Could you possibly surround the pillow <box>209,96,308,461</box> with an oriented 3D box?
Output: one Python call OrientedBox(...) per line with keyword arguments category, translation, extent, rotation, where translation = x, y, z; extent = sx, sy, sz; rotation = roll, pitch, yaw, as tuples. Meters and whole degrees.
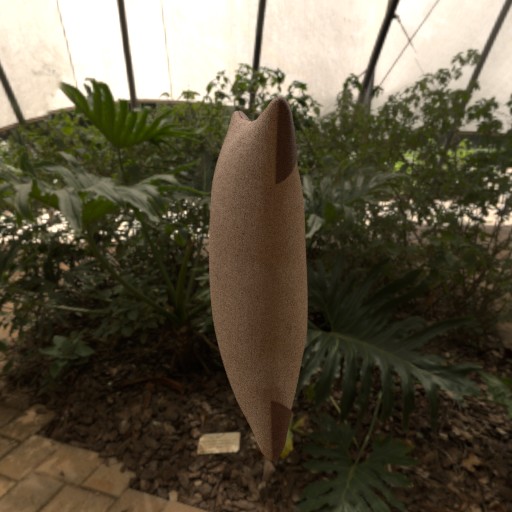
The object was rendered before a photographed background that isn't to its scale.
OrientedBox(category="pillow", translation=(0.000, 0.000, 0.696), extent=(0.147, 0.448, 0.437), rotation=(-2, 16, -8))
